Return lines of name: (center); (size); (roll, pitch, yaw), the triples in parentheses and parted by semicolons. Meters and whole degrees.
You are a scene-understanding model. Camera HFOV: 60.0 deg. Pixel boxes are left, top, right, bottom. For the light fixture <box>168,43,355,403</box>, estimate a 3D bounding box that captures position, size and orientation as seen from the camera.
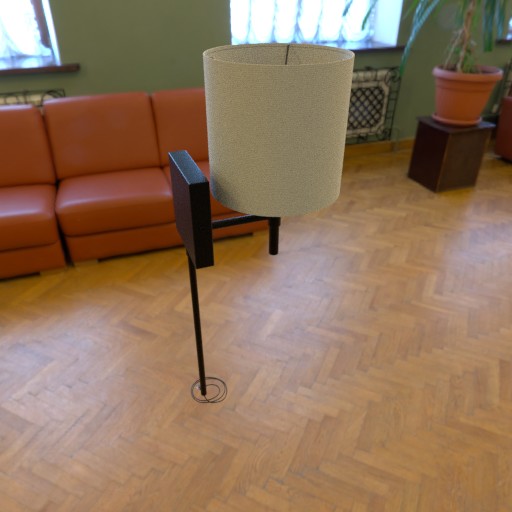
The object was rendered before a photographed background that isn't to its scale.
light fixture: (0.000, 0.000, 0.703); (0.248, 0.589, 0.188); (-12, 34, -18)
